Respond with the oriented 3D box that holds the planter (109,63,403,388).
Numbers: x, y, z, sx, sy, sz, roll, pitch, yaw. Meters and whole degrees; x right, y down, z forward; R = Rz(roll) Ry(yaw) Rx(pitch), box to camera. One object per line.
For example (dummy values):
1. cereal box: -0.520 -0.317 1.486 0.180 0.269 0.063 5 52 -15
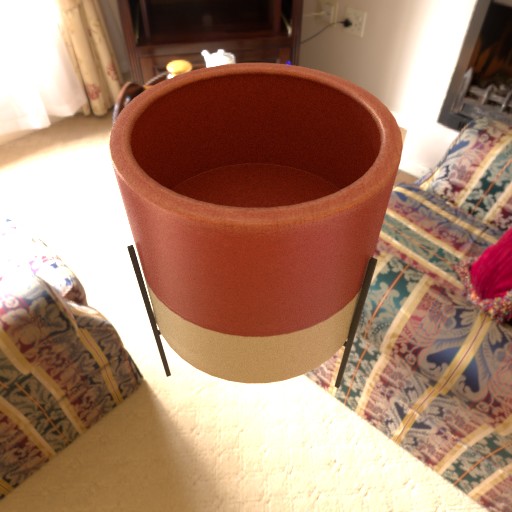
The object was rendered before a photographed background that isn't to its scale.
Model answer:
1. planter: 0.000 0.000 0.697 0.345 0.465 0.354 3 47 3
